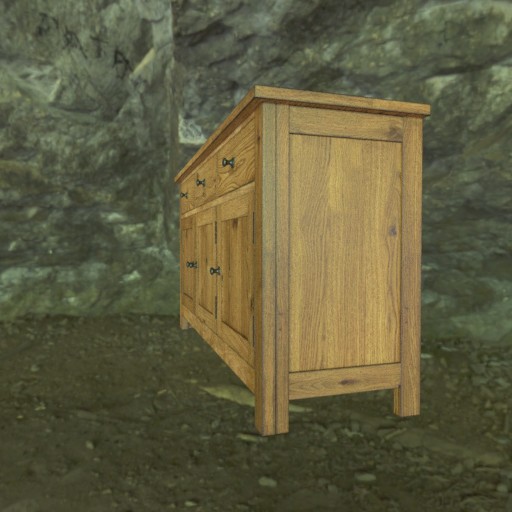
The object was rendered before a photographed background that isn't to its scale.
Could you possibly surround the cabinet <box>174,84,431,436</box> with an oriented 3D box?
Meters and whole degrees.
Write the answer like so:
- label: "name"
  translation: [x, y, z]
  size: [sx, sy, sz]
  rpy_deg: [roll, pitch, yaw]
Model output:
- label: "cabinet"
  translation: [0.000, 0.000, 1.779]
  size: [0.480, 0.813, 1.474]
  rpy_deg: [0, 2, -17]
